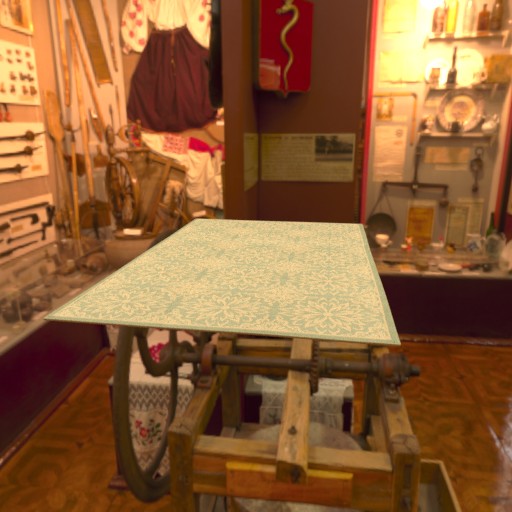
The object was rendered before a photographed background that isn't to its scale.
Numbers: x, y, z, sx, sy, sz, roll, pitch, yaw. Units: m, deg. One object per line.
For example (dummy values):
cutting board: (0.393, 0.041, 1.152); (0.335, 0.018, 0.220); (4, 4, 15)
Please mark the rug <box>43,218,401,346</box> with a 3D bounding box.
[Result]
rug: (0.000, 0.000, 3.491); (1.819, 0.018, 2.746); (3, 16, 9)
